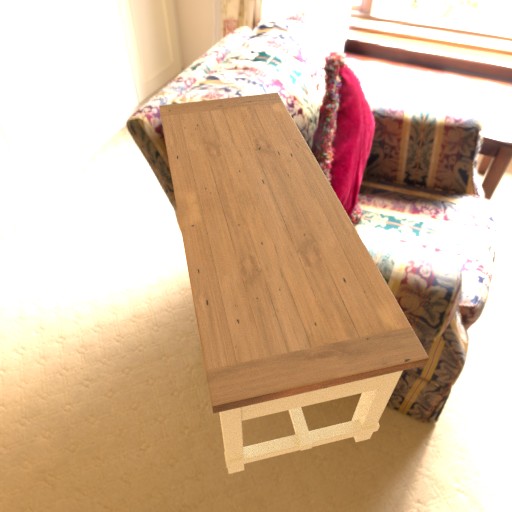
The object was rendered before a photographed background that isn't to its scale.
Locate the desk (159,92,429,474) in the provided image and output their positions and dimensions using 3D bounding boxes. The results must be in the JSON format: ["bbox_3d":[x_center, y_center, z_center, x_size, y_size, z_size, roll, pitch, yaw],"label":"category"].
[{"bbox_3d":[0.000,0.000,2.213,0.688,0.762,1.803,-10,47,-9],"label":"desk"}]
